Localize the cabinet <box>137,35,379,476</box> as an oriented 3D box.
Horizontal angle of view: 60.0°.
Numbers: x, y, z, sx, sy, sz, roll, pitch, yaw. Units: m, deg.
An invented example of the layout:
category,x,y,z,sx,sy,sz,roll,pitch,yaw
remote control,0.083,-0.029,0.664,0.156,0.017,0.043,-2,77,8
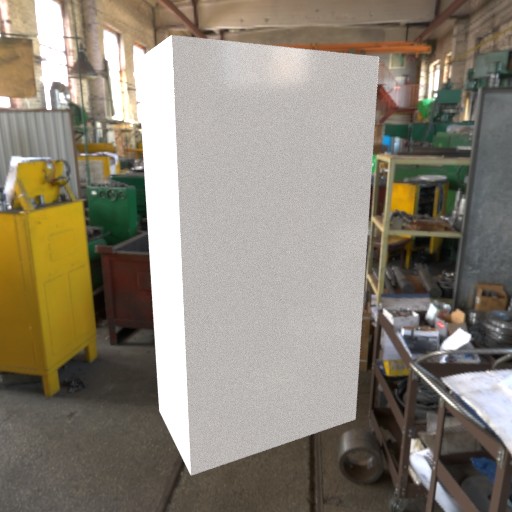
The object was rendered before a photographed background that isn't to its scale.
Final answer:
category,x,y,z,sx,sy,sz,roll,pitch,yaw
cabinet,0.000,0.000,2.325,0.980,1.920,0.580,-7,16,-26
